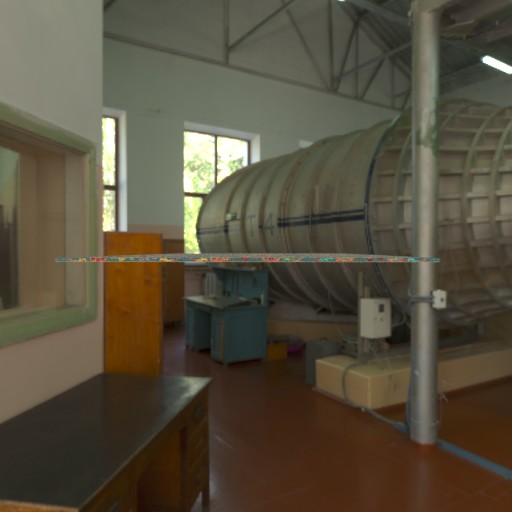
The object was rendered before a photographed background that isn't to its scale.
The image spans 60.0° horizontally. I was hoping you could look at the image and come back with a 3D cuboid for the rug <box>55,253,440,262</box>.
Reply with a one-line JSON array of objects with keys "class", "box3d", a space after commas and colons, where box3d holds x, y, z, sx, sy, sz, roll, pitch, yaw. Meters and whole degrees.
[{"class": "rug", "box3d": [0.000, 0.000, 2.888, 1.527, 0.016, 2.290, 0, 1, 2]}]
